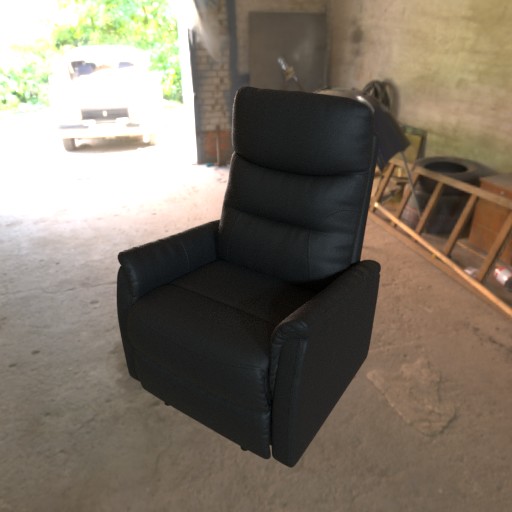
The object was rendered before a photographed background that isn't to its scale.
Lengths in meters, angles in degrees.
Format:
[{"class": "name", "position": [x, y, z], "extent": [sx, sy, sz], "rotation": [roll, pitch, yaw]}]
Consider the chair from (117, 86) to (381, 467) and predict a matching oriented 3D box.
[{"class": "chair", "position": [0.000, 0.000, 1.626], "extent": [0.775, 1.082, 0.831], "rotation": [18, 33, 29]}]
